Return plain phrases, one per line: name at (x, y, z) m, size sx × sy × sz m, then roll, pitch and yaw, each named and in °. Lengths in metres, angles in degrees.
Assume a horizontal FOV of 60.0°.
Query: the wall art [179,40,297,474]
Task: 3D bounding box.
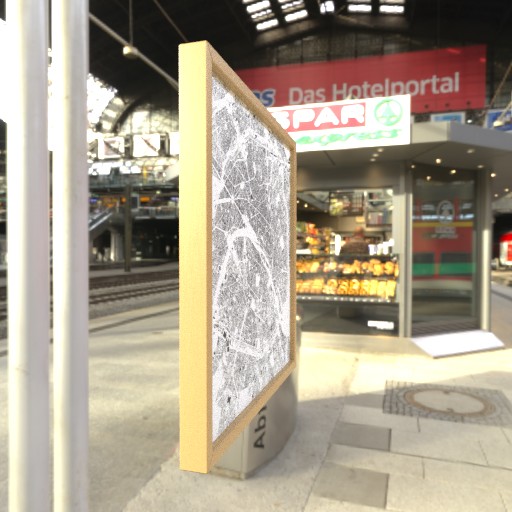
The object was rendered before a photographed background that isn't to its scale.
wall art at (0.000, 0.000, 0.767) m, size 0.036 × 0.509 × 0.509 m, roll 0°, pitch 1°, yaw 17°
